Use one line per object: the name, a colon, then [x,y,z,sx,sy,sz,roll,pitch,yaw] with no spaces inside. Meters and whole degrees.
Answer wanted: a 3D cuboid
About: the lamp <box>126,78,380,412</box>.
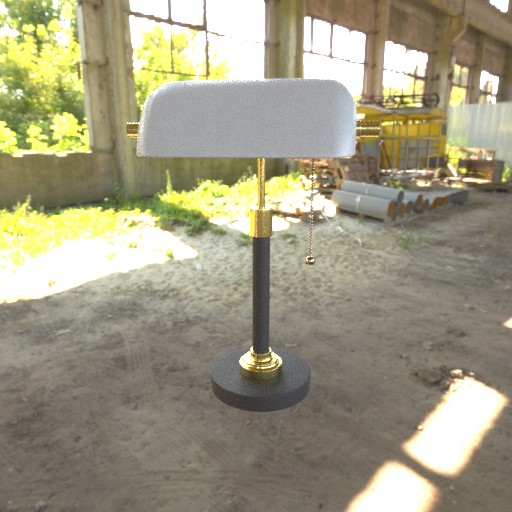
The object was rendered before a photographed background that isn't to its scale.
lamp: [0.000,0.000,0.555,0.269,0.404,0.227,2,15,9]
